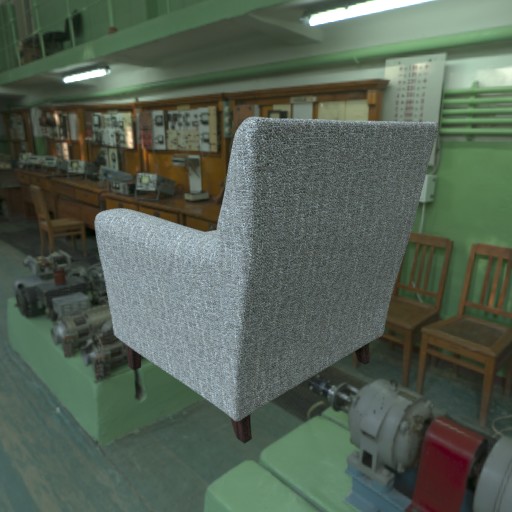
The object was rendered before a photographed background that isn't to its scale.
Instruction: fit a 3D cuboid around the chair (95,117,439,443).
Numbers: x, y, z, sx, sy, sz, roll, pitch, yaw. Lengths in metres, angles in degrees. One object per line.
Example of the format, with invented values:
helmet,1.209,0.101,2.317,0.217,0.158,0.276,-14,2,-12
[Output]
chair,0.000,0.000,1.601,0.864,0.928,0.873,-15,22,-42
